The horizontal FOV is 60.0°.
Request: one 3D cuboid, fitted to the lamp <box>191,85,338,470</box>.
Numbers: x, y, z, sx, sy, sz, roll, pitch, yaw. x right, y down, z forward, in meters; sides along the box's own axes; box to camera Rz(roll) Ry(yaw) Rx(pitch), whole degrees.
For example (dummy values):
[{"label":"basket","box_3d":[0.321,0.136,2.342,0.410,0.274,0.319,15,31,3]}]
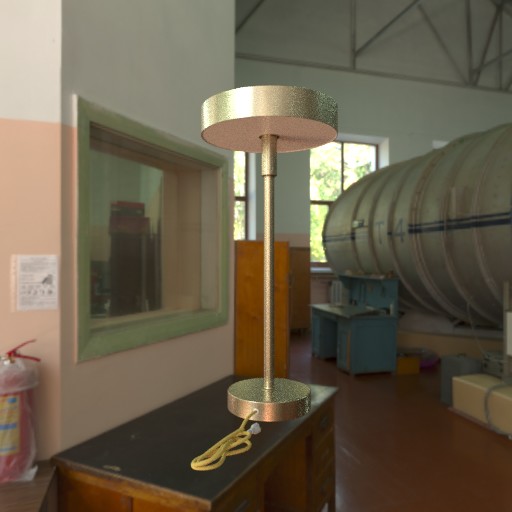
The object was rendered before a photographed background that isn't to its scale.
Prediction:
[{"label":"lamp","box_3d":[0.000,0.000,0.682,0.229,0.508,0.369,0,0,18]}]
